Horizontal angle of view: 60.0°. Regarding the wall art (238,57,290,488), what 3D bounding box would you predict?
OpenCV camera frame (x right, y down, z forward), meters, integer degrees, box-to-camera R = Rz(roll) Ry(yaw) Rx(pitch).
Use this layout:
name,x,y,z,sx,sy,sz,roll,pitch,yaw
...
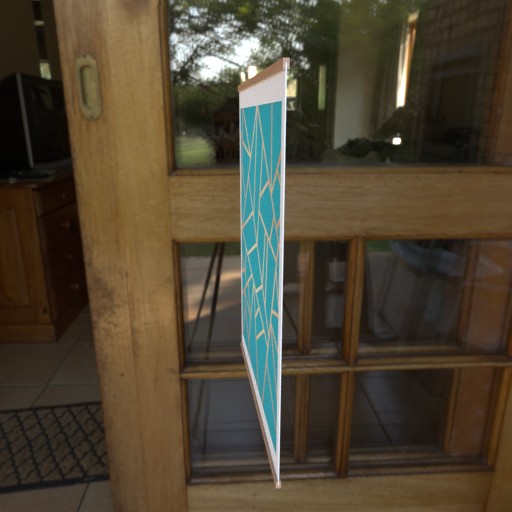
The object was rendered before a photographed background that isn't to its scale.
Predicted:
name,x,y,z,sx,sy,sz,roll,pitch,yaw
wall art,0.000,0.000,1.347,0.013,1.016,0.758,-3,17,-8
